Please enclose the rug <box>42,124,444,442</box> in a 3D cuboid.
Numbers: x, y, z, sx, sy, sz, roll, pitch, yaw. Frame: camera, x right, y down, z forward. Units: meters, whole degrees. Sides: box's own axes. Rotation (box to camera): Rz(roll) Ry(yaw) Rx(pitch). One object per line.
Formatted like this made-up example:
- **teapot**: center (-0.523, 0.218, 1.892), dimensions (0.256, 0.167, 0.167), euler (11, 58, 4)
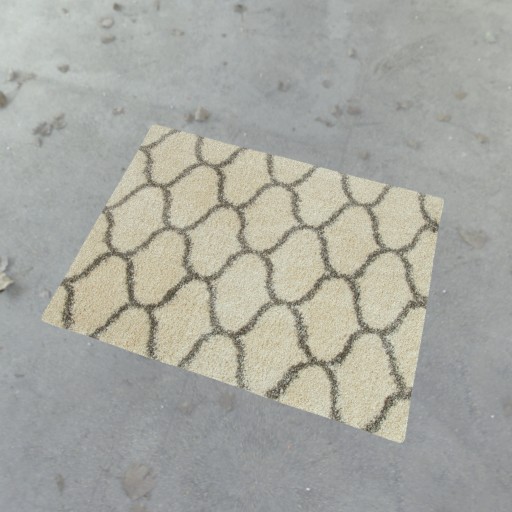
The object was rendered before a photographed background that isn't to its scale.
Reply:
- **rug**: center (0.000, 0.000, 2.090), dimensions (1.600, 0.025, 1.200), euler (16, 64, 8)
